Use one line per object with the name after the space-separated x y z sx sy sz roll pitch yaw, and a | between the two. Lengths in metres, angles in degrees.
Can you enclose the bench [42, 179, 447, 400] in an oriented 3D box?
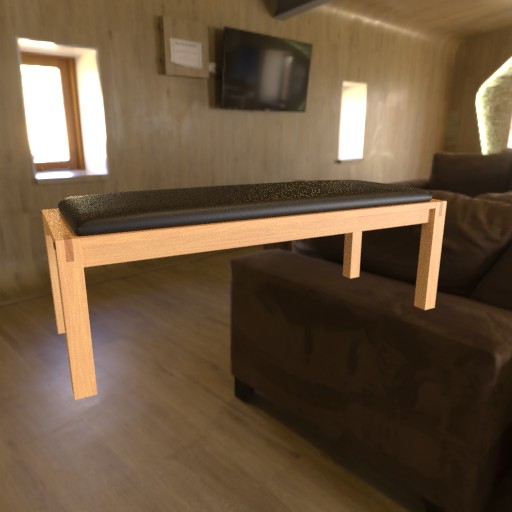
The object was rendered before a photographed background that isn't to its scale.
0.000 0.000 1.437 1.202 0.430 0.450 -8 17 -27 | bench
